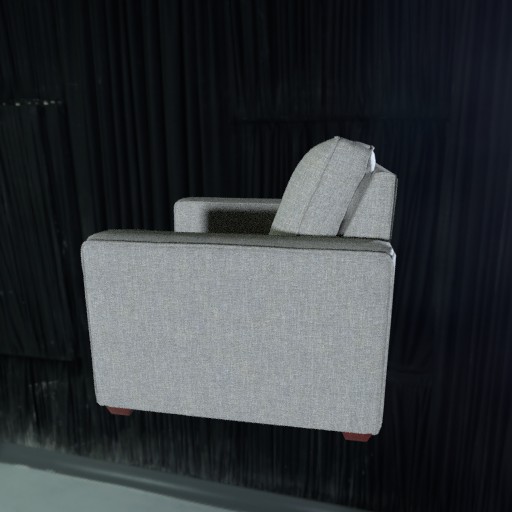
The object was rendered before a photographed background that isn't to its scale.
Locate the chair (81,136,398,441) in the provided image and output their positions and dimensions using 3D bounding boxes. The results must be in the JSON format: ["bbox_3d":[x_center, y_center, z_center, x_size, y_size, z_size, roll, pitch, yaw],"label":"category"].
[{"bbox_3d":[0.000,0.000,1.749,0.940,0.914,1.016,3,15,9],"label":"chair"}]
